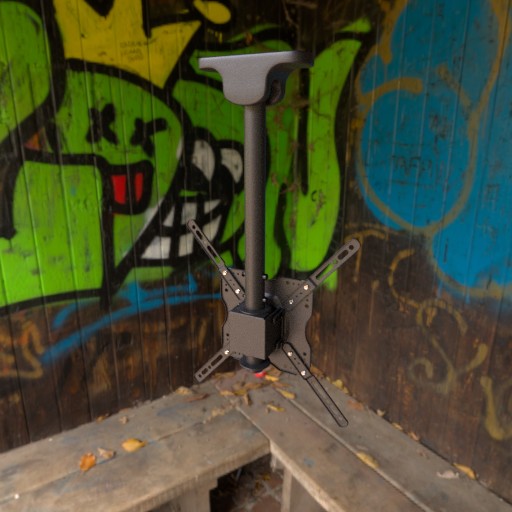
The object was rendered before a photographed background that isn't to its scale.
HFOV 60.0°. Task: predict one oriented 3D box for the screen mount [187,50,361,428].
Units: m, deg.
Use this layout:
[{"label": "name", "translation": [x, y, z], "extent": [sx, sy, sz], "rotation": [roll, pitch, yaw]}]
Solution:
[{"label": "screen mount", "translation": [0.000, 0.000, 0.881], "extent": [0.393, 0.729, 0.090], "rotation": [9, 19, 27]}]
